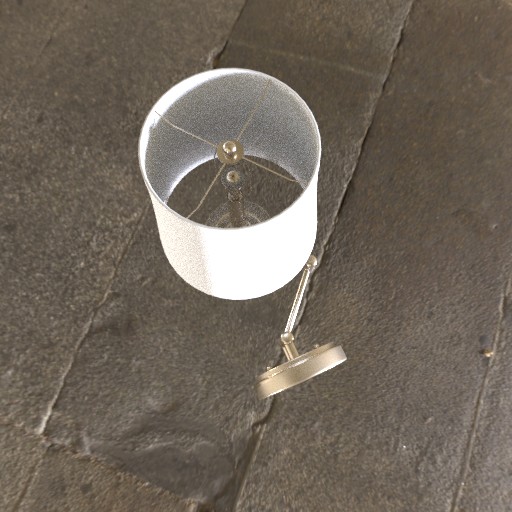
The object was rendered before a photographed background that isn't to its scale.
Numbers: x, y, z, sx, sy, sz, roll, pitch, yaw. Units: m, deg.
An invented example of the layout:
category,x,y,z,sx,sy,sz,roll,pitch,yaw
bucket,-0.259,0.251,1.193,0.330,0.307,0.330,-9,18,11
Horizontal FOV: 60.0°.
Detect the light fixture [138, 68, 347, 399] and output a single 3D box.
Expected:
category,x,y,z,sx,sy,sz,roll,pitch,yaw
light fixture,0.000,0.000,0.594,0.223,0.381,0.348,-23,75,-6
